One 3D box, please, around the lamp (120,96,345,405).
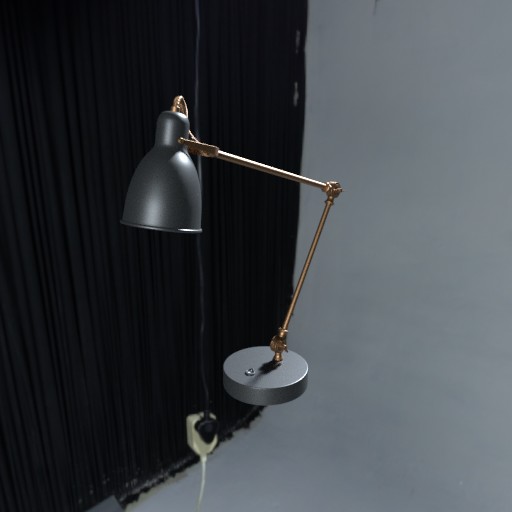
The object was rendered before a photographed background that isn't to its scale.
[{"bbox_3d":[0.000,0.000,0.888,0.187,0.587,0.561,14,20,43],"label":"lamp"}]
